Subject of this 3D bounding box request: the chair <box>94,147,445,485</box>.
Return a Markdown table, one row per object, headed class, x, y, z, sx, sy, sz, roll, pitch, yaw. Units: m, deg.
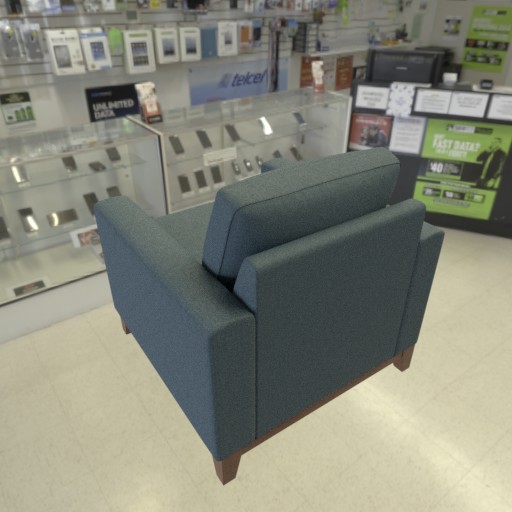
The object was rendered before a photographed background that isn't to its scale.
| class | x | y | z | sx | sy | sz | roll | pitch | yaw |
| --- | --- | --- | --- | --- | --- | --- | --- | --- | --- |
| chair | 0.000 | 0.000 | 1.875 | 1.024 | 1.010 | 1.038 | -20 | 37 | -29 |
